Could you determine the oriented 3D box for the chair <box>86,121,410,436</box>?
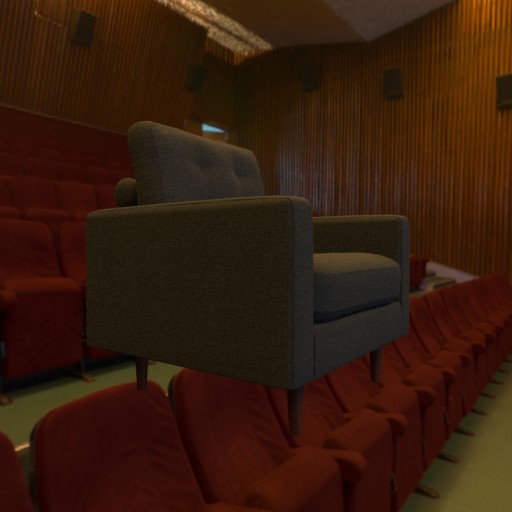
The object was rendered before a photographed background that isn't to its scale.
[{"bbox_3d":[0.000,0.000,1.514,0.843,0.880,0.821,1,1,36],"label":"chair"}]
